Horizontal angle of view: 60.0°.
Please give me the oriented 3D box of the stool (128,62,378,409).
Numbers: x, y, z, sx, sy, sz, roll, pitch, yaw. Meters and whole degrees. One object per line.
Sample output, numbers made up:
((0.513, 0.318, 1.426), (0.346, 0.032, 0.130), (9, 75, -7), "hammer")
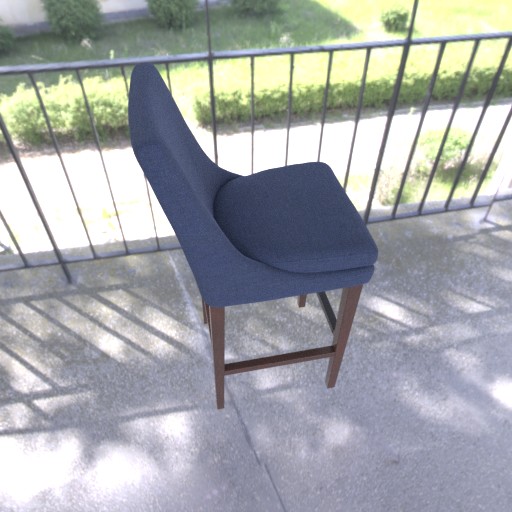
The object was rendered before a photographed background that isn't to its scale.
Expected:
((0.000, 0.000, 1.377), (0.577, 1.078, 0.470), (-8, 46, -8), "stool")
